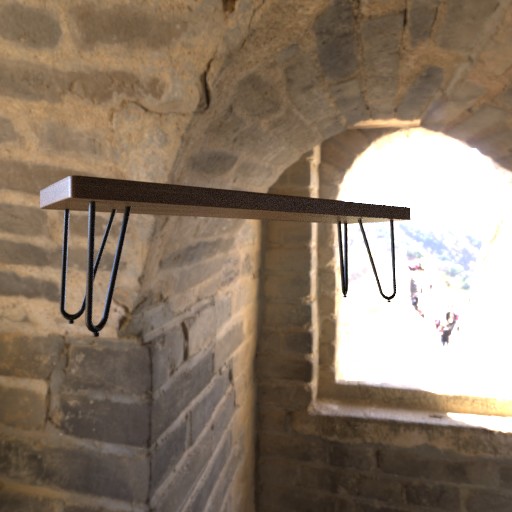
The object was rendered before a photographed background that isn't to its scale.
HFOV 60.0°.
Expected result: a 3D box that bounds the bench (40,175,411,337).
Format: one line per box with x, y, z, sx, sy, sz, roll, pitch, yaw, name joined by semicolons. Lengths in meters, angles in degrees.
0.000;0.000;1.842;1.570;0.462;0.425;-1;1;-37;bench
